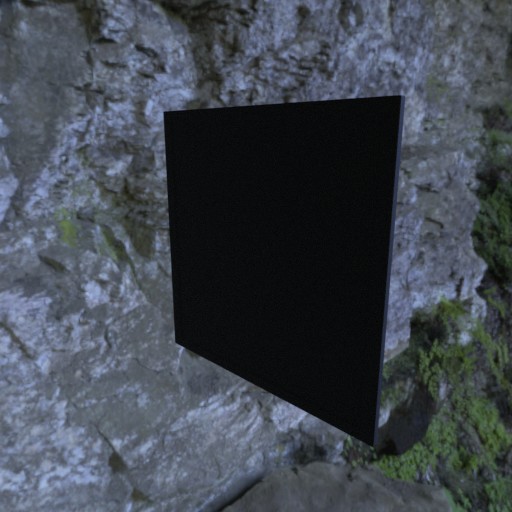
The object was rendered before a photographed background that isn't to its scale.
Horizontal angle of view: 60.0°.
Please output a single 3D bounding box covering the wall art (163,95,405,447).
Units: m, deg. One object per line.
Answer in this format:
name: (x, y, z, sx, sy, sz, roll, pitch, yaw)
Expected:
wall art: (0.000, 0.000, 0.865, 0.562, 0.558, 0.012, 14, 21, 43)
